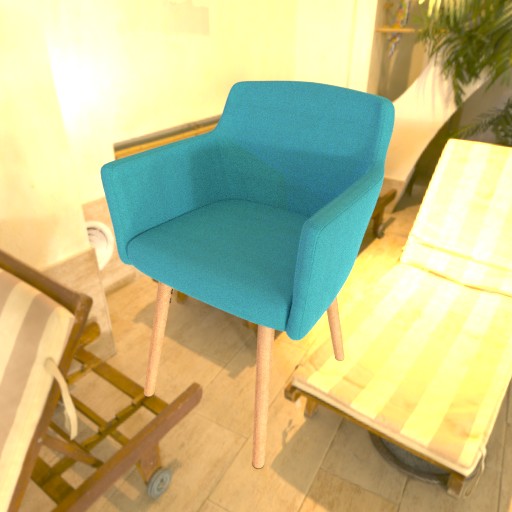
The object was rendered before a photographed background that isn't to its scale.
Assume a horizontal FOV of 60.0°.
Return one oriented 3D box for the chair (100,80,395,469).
[{"bbox_3d":[0.000,0.000,1.137,0.570,0.780,0.540,19,35,30],"label":"chair"}]
